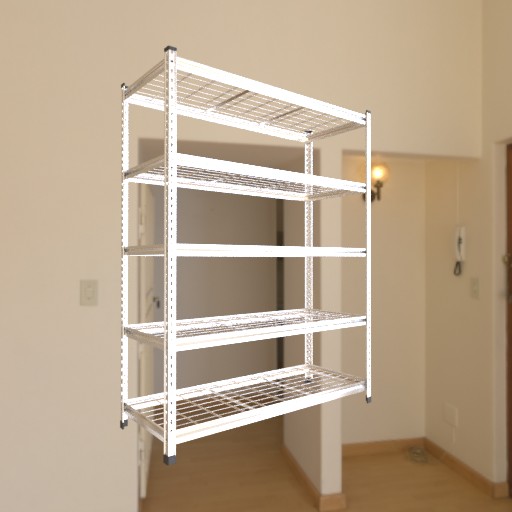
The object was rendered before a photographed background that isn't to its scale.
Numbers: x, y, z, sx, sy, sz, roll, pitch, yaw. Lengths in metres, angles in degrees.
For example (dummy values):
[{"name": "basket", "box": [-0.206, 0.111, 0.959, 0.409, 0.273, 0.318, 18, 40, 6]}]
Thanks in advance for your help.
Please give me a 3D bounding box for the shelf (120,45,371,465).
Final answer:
[{"name": "shelf", "box": [0.000, 0.000, 2.794, 1.524, 1.981, 0.610, 0, -1, -38]}]
